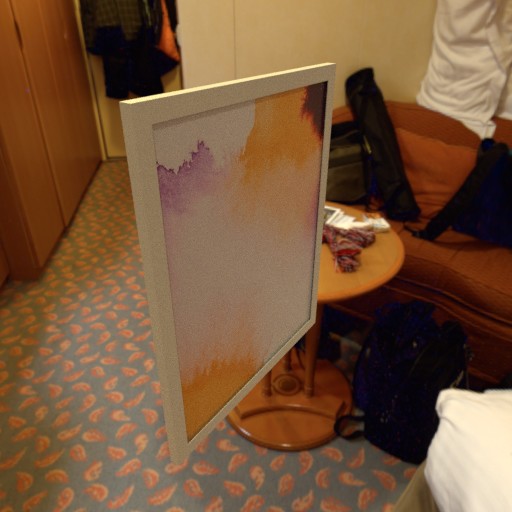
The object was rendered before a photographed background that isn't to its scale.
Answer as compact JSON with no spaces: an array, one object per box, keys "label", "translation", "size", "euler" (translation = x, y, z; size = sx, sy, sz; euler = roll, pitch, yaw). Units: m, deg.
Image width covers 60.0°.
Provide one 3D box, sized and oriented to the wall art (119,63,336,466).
[{"label":"wall art","translation":[0.000,0.000,1.078],"size":[0.026,0.811,0.661],"euler":[19,34,30]}]
